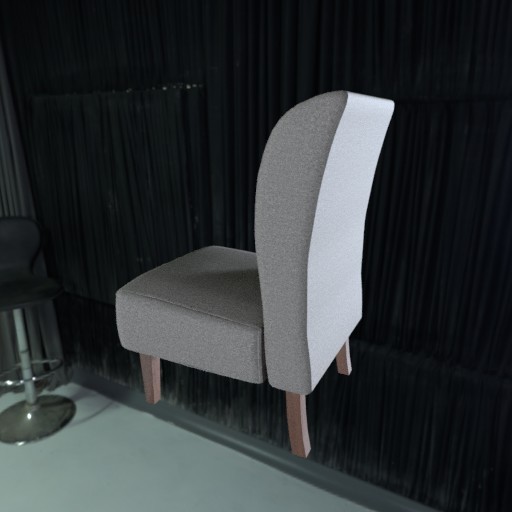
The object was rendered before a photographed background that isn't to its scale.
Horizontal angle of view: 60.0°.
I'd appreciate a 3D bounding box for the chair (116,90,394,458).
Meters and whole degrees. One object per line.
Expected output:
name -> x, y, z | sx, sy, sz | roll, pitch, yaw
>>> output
chair -> 0.000, 0.000, 1.200 | 0.592, 0.804, 0.513 | 8, 19, 25
